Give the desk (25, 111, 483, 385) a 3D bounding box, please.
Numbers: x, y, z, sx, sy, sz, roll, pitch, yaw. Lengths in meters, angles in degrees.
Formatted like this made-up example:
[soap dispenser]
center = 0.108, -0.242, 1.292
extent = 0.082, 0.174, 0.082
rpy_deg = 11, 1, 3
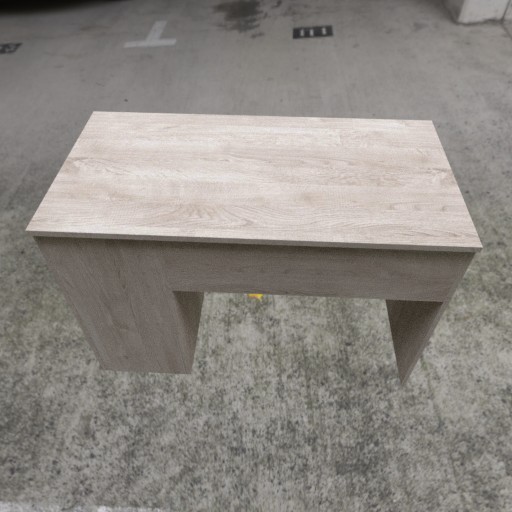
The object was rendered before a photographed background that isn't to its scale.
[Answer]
[desk]
center = 0.000, 0.000, 1.519
extent = 1.097, 0.735, 0.560
rpy_deg = 2, 48, 2
